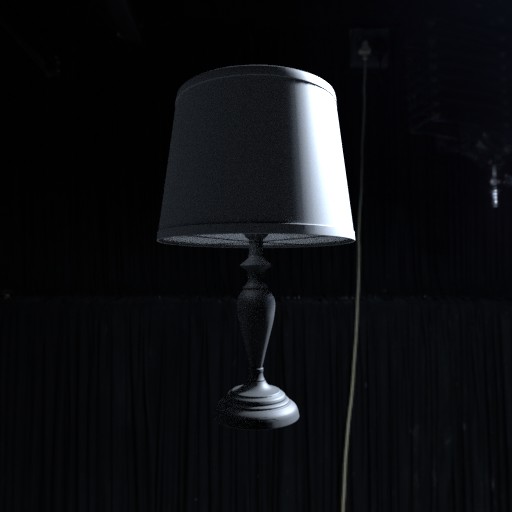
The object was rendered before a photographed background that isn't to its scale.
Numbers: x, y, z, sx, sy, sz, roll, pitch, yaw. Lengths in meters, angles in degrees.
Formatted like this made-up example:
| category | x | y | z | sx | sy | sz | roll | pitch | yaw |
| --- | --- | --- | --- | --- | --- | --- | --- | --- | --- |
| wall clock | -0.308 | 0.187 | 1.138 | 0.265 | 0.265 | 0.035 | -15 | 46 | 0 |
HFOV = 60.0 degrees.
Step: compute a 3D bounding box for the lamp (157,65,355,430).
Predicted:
| category | x | y | z | sx | sy | sz | roll | pitch | yaw |
| --- | --- | --- | --- | --- | --- | --- | --- | --- | --- |
| lamp | 0.000 | 0.000 | 0.708 | 0.310 | 0.501 | 0.310 | 0 | -2 | 0 |
